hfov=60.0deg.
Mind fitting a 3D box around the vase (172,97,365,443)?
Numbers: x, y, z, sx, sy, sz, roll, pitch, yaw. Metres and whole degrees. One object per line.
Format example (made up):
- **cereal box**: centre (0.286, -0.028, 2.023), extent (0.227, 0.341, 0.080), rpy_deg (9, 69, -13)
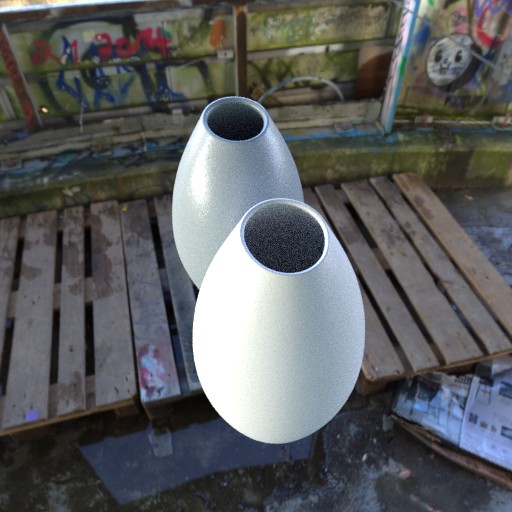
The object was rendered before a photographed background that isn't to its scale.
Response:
- **vase**: centre (0.000, 0.000, 0.258), extent (0.089, 0.131, 0.187), rpy_deg (-10, 46, -9)
